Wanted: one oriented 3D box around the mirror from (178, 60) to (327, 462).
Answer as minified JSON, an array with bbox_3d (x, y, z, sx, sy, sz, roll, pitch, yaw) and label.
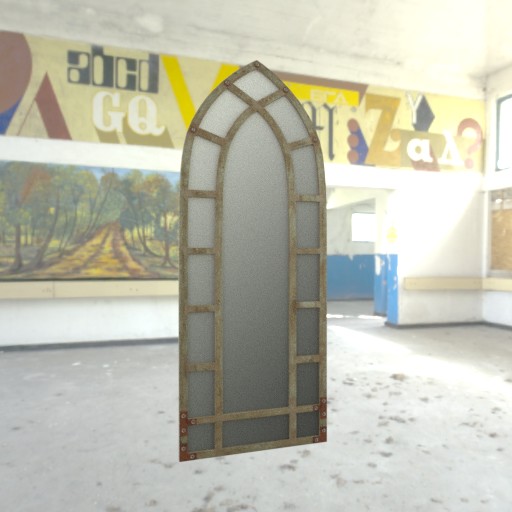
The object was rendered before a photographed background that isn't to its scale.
[{"bbox_3d":[0.000,0.000,1.339,0.464,1.175,0.025,0,0,-17],"label":"mirror"}]
